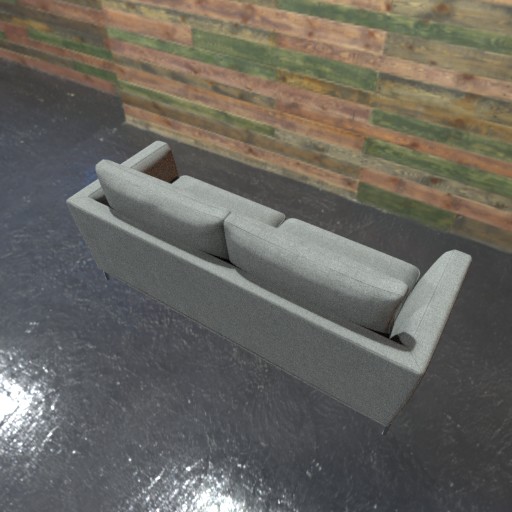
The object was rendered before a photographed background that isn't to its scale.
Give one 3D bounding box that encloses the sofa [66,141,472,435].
[{"bbox_3d":[0.000,0.000,2.689,2.212,1.002,0.869,24,50,22],"label":"sofa"}]
